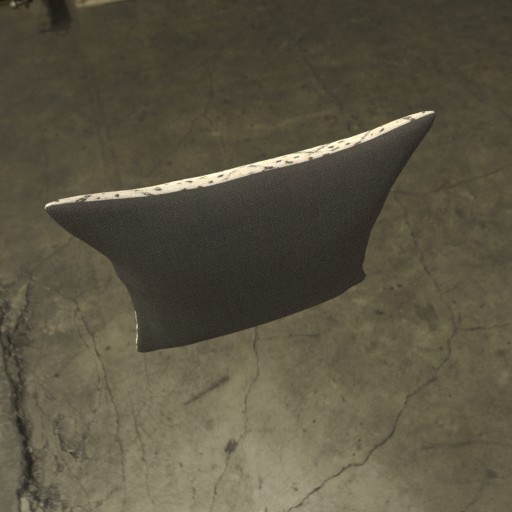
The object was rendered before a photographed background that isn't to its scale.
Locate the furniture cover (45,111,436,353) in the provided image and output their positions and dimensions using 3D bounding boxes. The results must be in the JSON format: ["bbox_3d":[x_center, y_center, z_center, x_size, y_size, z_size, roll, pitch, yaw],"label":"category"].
[{"bbox_3d":[0.000,0.000,0.766,0.525,0.498,0.180,-16,60,-10],"label":"furniture cover"}]
